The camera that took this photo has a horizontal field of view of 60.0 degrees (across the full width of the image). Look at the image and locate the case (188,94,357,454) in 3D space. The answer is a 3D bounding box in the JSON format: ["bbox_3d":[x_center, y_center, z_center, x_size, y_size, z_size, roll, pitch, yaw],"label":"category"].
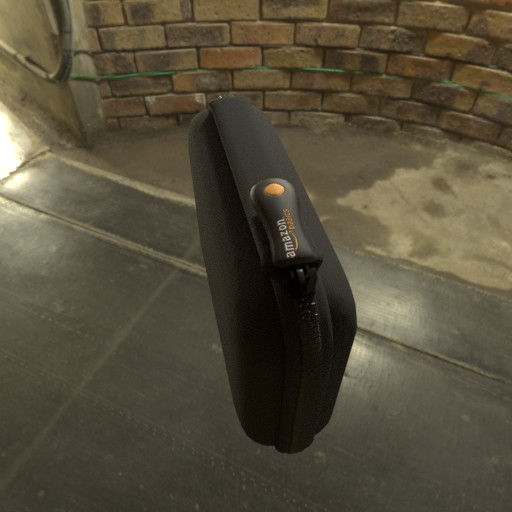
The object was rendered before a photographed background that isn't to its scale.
[{"bbox_3d":[0.000,0.000,0.178,0.038,0.105,0.132,-10,48,-9],"label":"case"}]
